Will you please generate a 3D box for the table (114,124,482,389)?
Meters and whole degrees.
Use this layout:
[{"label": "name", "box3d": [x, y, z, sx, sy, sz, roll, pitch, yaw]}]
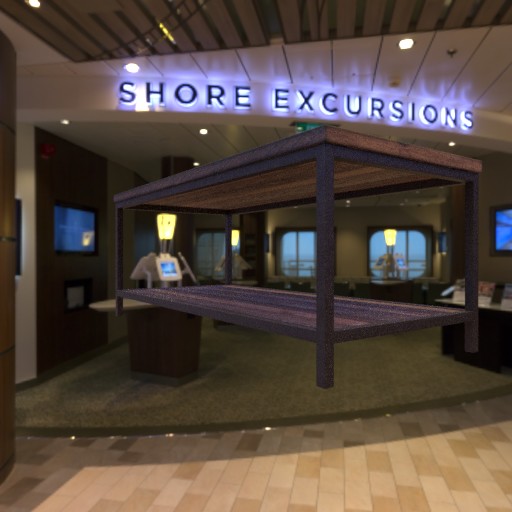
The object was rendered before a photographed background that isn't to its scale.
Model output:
[{"label": "table", "box3d": [0.000, 0.000, 1.196, 0.452, 0.399, 0.990, 0, 0, -36]}]
